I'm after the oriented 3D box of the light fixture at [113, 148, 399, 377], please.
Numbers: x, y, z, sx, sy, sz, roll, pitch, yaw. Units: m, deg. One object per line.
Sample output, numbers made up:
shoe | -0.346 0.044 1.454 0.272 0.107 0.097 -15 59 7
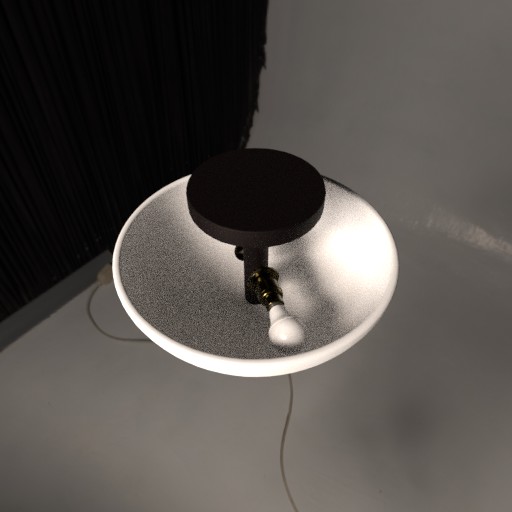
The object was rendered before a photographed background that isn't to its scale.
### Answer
light fixture | 0.000 0.000 0.539 0.331 0.212 0.331 0 45 0
